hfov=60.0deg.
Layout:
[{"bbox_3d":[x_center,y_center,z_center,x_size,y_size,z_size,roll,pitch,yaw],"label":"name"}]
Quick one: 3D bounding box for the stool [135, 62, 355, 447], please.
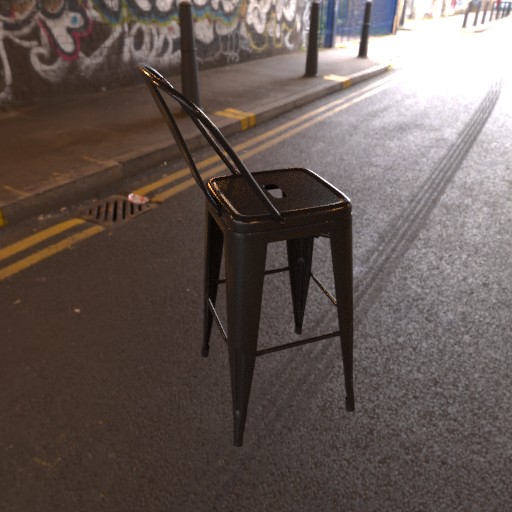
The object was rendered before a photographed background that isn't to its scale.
[{"bbox_3d":[0.000,0.000,1.258,0.528,1.022,0.432,-10,32,-17],"label":"stool"}]
